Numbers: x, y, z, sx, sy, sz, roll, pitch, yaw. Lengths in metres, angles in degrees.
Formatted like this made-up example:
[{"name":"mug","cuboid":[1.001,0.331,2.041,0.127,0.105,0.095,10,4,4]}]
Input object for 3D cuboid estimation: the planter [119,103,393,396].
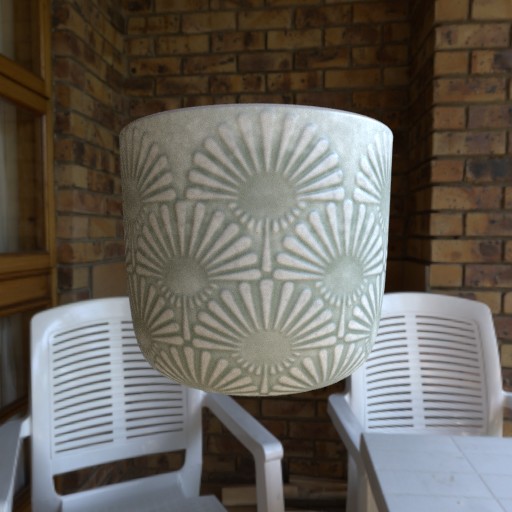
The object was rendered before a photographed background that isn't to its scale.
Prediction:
[{"name":"planter","cuboid":[0.000,0.000,0.212,0.124,0.109,0.124,0,3,0]}]
